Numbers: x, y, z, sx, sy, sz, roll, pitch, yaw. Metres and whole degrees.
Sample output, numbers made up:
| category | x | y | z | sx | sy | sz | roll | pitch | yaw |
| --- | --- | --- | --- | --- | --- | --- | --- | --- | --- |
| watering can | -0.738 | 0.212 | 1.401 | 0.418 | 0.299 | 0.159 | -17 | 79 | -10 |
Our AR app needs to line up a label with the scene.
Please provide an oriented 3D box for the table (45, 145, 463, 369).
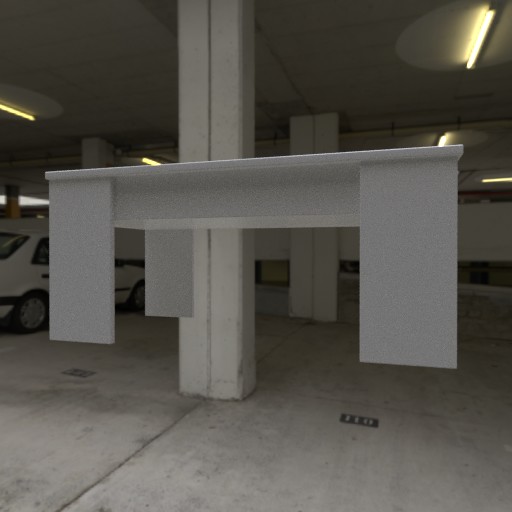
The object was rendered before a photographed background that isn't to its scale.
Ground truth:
| category | x | y | z | sx | sy | sz | roll | pitch | yaw |
| --- | --- | --- | --- | --- | --- | --- | --- | --- | --- |
| table | 0.000 | 0.000 | 1.251 | 1.000 | 0.440 | 0.500 | 0 | 0 | 17 |
